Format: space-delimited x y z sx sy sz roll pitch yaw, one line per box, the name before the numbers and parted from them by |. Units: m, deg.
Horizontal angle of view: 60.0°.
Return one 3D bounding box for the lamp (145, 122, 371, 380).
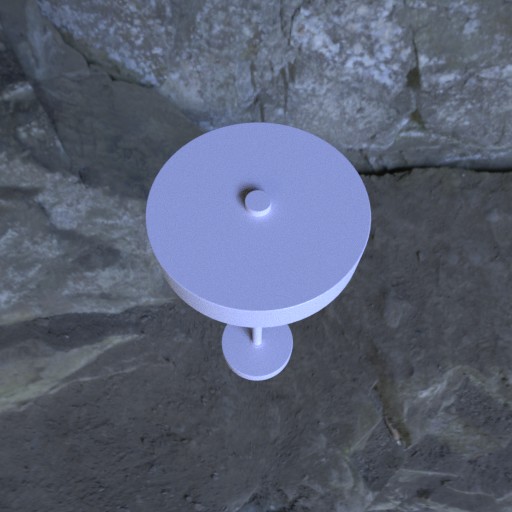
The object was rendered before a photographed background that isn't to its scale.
lamp | 0.000 0.000 0.701 0.229 0.508 0.369 -2 62 -1
